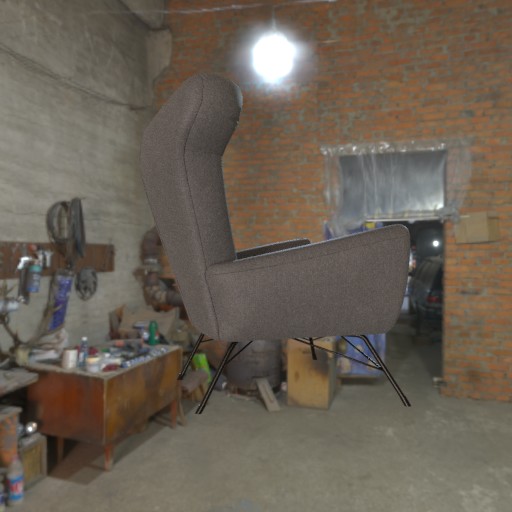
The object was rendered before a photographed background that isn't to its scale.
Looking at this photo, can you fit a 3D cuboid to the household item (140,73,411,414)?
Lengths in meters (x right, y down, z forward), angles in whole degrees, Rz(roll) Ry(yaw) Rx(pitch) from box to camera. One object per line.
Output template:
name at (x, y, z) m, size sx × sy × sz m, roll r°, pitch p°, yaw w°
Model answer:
household item at (0.000, 0.000, 1.766) m, size 0.900 × 1.050 × 0.980 m, roll 0°, pitch 0°, yaw -18°
